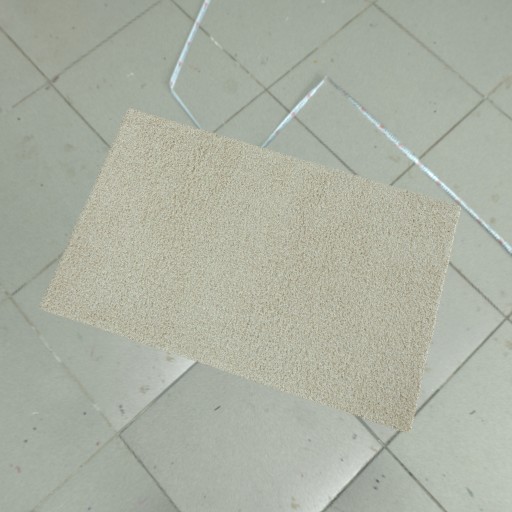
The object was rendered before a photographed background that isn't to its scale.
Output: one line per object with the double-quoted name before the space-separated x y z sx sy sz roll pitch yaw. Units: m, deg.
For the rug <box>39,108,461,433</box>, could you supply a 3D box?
"rug" 0.000 0.000 2.928 2.438 0.030 1.524 18 76 4
